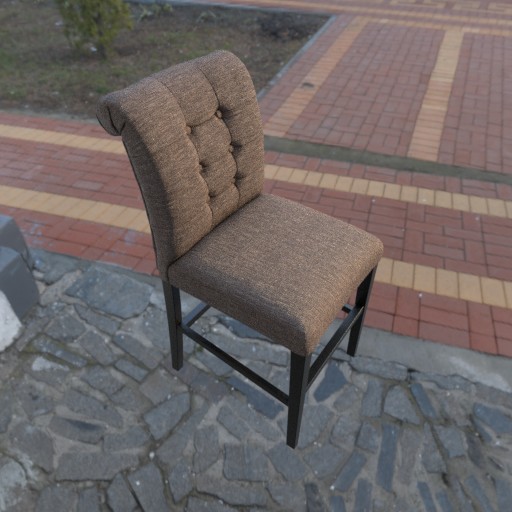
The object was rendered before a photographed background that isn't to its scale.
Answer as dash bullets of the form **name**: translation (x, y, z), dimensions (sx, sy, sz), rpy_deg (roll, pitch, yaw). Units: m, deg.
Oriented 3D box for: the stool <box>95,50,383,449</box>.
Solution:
- **stool**: translation (0.000, 0.000, 1.300), dimensions (0.611, 0.970, 0.457), rpy_deg (25, 47, 26)
